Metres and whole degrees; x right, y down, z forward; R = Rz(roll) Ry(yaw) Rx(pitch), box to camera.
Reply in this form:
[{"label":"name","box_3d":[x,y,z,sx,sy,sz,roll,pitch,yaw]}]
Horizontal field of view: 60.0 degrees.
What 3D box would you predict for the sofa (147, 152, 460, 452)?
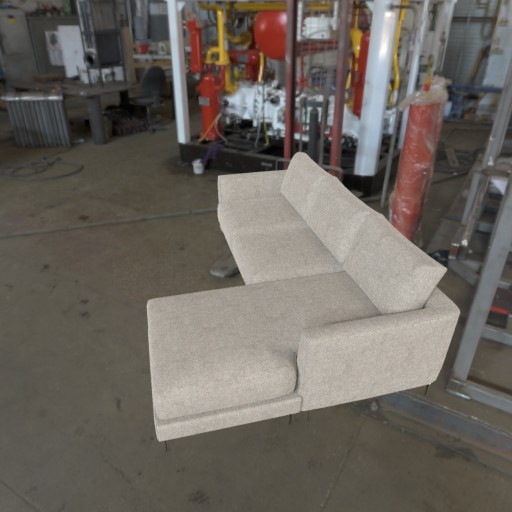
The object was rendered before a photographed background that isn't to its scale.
[{"label":"sofa","box_3d":[0.000,0.000,3.220,1.626,0.864,2.438,-7,30,-13]}]
